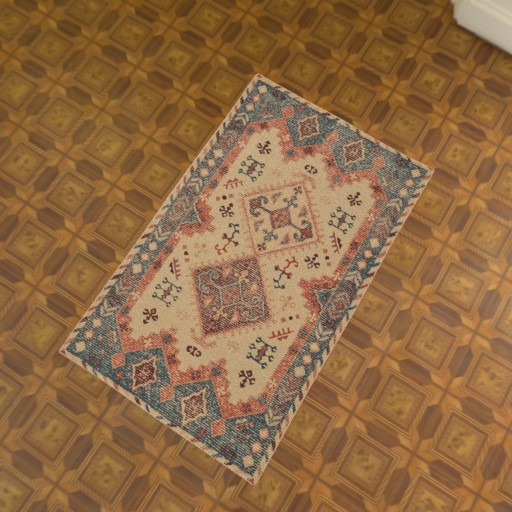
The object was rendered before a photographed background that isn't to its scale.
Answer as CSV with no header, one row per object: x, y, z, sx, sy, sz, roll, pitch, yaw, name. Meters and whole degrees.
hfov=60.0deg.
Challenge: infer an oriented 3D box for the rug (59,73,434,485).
0.000,0.000,3.051,1.521,0.023,2.464,31,78,7,rug
